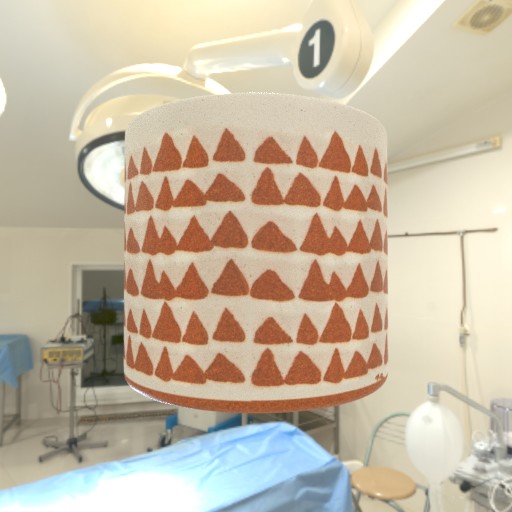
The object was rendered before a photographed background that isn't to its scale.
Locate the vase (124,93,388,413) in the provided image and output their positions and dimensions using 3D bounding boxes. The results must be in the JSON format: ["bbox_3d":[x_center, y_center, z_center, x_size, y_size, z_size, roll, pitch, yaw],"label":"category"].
[{"bbox_3d":[0.000,0.000,0.240,0.137,0.127,0.137,0,-1,0],"label":"vase"}]
